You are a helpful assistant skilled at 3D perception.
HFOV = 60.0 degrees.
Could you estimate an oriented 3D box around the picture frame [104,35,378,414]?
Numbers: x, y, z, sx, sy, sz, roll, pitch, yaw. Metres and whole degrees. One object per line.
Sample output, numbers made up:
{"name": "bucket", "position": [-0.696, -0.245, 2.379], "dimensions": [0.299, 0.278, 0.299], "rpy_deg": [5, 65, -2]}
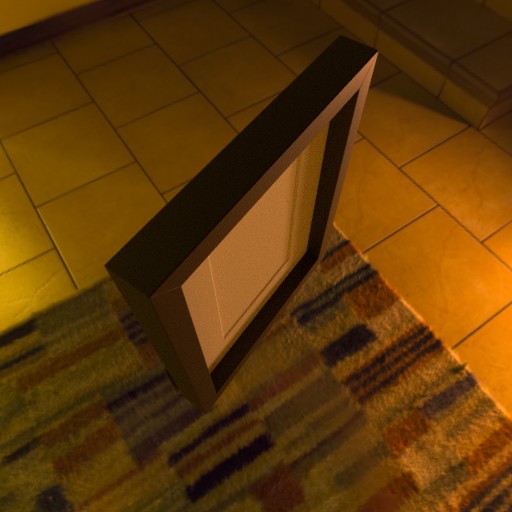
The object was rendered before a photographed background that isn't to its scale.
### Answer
{"name": "picture frame", "position": [0.000, 0.000, 0.388], "dimensions": [0.042, 0.284, 0.232], "rpy_deg": [32, 65, 17]}
